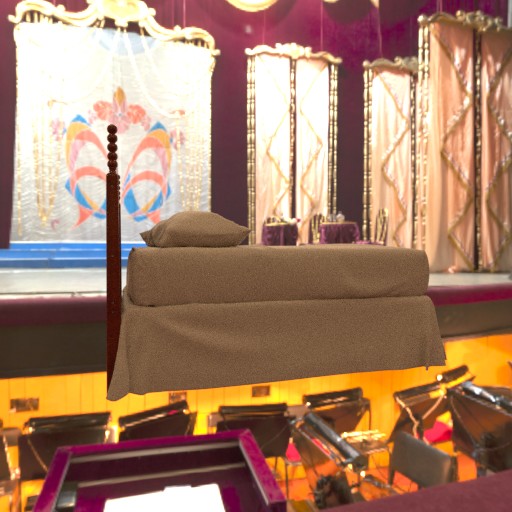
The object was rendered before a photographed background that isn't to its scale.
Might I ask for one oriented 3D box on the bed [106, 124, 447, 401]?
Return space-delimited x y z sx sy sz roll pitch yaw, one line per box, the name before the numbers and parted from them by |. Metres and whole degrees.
bed | 0.000 0.000 3.266 2.040 1.356 1.873 0 1 -17
